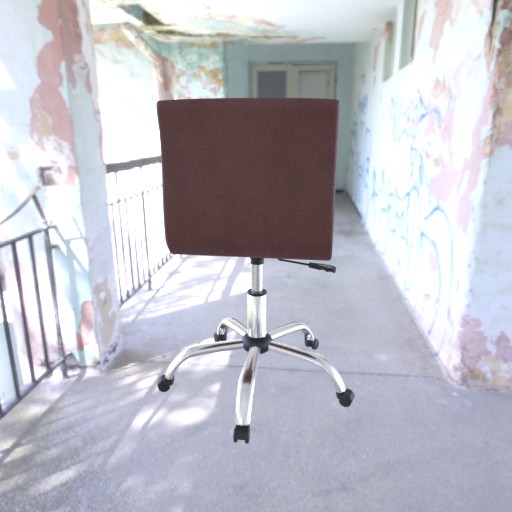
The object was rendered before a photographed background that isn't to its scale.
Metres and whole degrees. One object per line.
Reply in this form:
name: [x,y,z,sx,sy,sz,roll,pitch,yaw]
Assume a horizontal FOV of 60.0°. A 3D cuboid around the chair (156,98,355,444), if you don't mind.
chair: [0.000,0.000,1.182,0.556,0.780,0.530,2,17,8]
